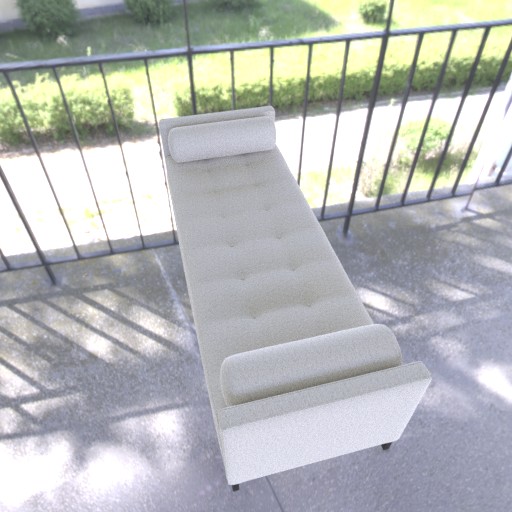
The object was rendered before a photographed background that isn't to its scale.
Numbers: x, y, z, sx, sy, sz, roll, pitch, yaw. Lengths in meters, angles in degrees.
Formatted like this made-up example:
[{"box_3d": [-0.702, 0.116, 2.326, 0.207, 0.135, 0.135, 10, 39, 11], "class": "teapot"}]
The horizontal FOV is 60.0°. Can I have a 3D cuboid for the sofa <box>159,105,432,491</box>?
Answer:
[{"box_3d": [0.000, 0.000, 2.293, 0.746, 0.641, 1.985, -10, 46, -10], "class": "sofa"}]
